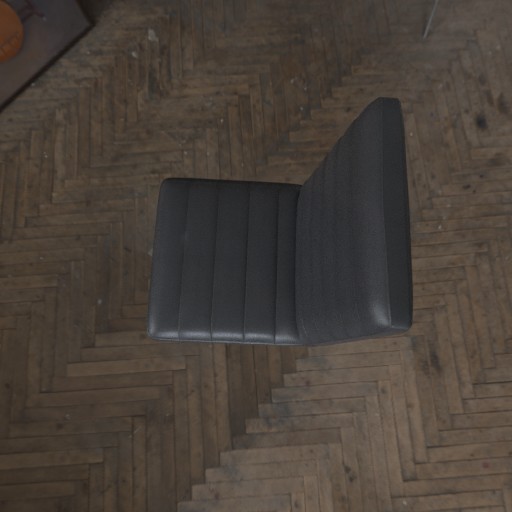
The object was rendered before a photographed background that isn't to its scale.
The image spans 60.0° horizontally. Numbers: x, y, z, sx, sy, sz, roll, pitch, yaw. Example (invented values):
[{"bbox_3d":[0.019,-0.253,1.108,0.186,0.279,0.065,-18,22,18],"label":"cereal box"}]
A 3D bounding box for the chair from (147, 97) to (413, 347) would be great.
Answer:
[{"bbox_3d":[0.000,0.000,1.337,0.634,0.930,0.520,2,76,1],"label":"chair"}]
